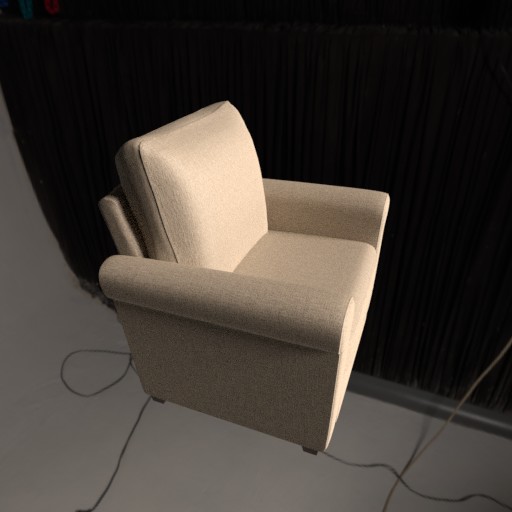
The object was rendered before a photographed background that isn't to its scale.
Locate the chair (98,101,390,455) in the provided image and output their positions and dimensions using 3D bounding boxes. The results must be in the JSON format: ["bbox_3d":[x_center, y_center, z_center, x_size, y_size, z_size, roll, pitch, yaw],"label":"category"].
[{"bbox_3d":[0.000,0.000,2.305,1.180,1.349,1.275,11,33,18],"label":"chair"}]
